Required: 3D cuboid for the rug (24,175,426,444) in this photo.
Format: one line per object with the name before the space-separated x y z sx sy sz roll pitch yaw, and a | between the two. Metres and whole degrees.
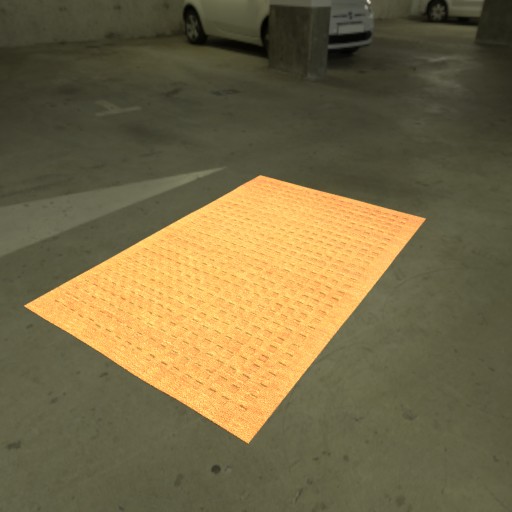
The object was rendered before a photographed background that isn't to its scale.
rug | 0.000 0.000 2.181 1.143 0.006 1.747 20 37 29
